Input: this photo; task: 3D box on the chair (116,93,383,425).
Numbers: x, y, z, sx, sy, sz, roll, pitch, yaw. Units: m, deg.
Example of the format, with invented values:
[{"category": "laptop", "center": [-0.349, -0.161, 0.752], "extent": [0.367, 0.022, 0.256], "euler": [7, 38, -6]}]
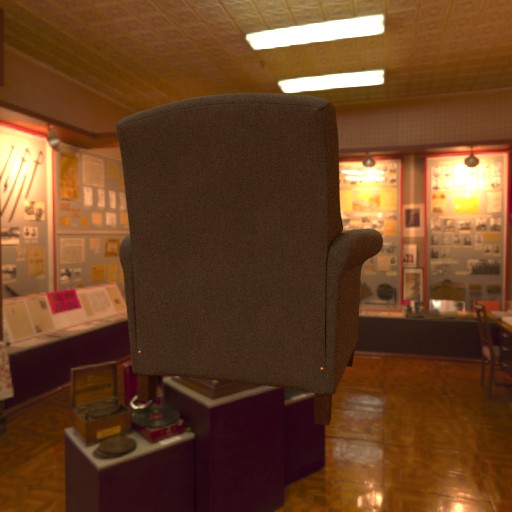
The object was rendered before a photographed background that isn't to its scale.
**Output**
[{"category": "chair", "center": [0.000, 0.000, 1.833], "extent": [0.978, 1.061, 0.905], "euler": [1, 2, 18]}]
